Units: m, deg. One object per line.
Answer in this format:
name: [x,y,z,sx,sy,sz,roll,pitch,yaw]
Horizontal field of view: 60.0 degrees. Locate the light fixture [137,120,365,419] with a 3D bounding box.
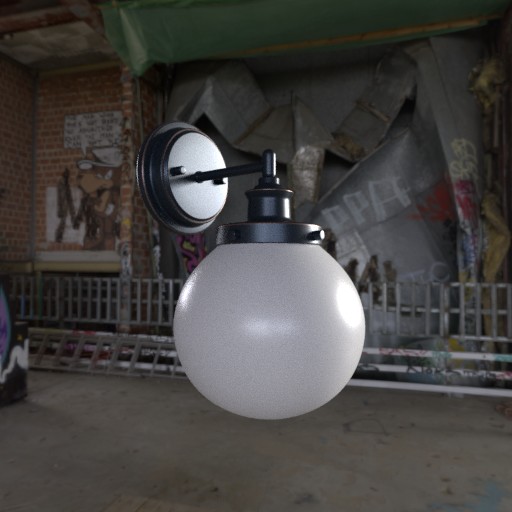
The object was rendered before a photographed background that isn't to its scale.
light fixture: [0.000,0.000,0.478,0.230,0.332,0.197,-1,-2,37]
